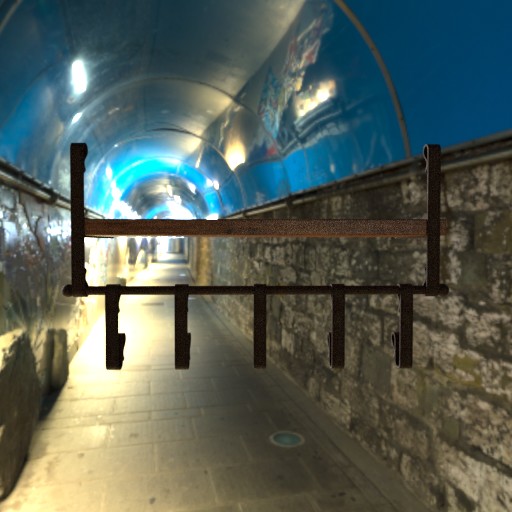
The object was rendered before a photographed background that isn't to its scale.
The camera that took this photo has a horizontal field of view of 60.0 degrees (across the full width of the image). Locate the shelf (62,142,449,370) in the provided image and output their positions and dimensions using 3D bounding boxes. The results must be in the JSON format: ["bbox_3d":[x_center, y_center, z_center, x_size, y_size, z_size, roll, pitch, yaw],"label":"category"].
[{"bbox_3d":[0.000,0.000,0.711,0.567,0.330,0.146,0,2,-1],"label":"shelf"}]
